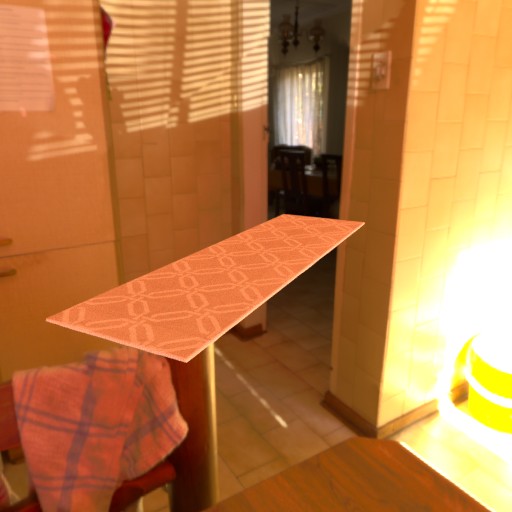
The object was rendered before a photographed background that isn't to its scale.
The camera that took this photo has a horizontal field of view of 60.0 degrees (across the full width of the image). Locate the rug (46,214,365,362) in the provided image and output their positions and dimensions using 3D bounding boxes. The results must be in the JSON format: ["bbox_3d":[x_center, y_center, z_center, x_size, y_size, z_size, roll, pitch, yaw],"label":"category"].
[{"bbox_3d":[0.000,0.000,2.548,0.678,0.014,2.276,9,19,26],"label":"rug"}]
